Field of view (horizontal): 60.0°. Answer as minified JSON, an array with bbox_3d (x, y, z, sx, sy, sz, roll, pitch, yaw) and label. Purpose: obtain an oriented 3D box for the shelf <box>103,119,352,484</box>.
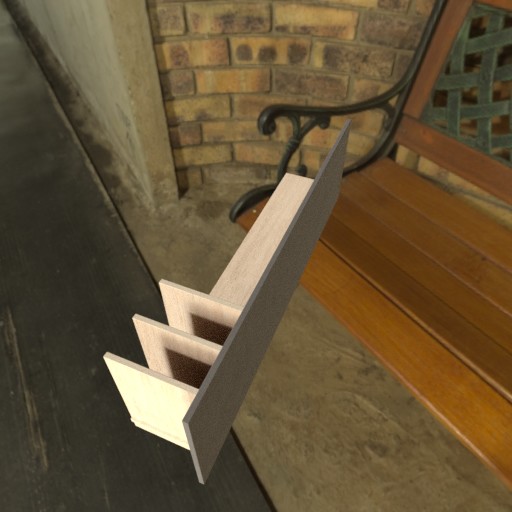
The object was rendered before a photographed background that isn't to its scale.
[{"bbox_3d":[0.000,0.000,1.156,0.200,0.300,1.020,17,49,16],"label":"shelf"}]
